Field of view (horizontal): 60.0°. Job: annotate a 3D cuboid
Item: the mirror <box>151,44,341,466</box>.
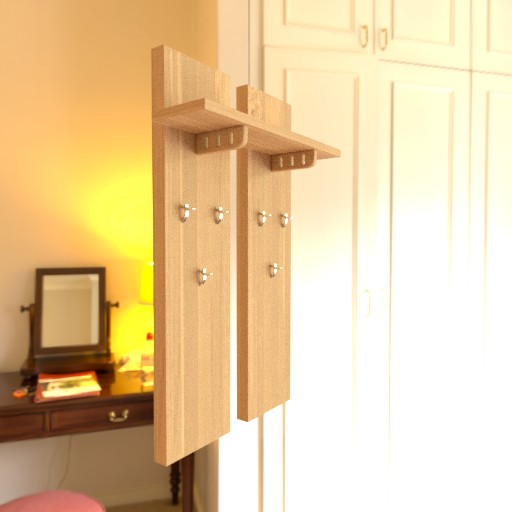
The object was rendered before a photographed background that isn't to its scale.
[{"bbox_3d":[0.000,0.000,1.551,0.260,1.250,0.800,1,2,36],"label":"mirror"}]
